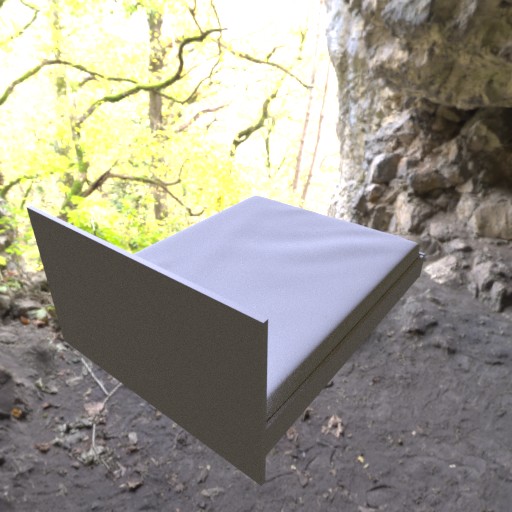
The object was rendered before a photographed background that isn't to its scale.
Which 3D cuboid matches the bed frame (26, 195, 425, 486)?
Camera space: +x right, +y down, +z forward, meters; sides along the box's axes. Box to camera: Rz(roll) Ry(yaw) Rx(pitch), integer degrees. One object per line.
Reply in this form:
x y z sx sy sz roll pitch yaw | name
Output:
0.000 0.000 3.059 1.711 1.001 2.100 21 36 32 | bed frame
